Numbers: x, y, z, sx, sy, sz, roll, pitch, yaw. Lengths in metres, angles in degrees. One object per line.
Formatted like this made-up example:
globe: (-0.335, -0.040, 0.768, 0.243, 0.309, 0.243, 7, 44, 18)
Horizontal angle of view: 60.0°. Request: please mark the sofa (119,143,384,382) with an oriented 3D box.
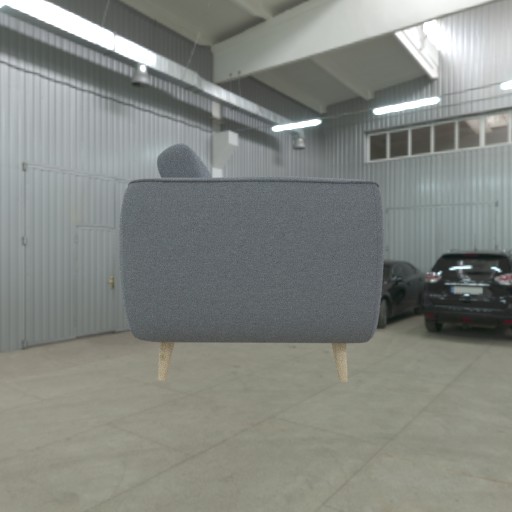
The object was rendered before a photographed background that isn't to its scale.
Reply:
sofa: (0.000, 0.000, 2.220, 0.920, 0.850, 1.700, 0, 0, 1)
